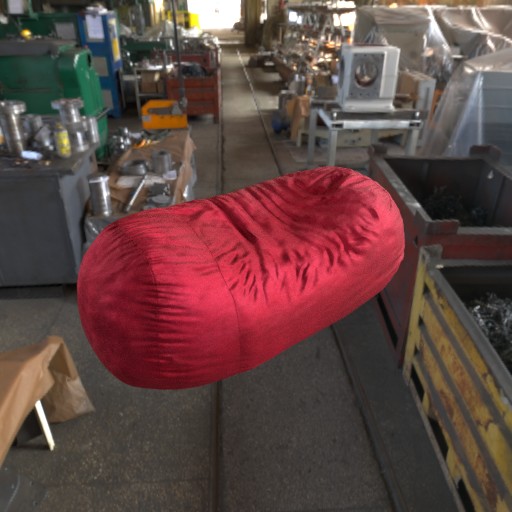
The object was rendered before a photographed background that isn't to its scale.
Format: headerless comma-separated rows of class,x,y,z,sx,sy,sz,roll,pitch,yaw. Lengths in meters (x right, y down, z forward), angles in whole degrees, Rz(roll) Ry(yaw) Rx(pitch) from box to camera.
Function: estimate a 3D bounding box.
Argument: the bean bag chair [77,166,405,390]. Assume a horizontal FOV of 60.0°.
bean bag chair,0.000,0.000,2.939,2.293,0.867,1.216,-20,35,-32
